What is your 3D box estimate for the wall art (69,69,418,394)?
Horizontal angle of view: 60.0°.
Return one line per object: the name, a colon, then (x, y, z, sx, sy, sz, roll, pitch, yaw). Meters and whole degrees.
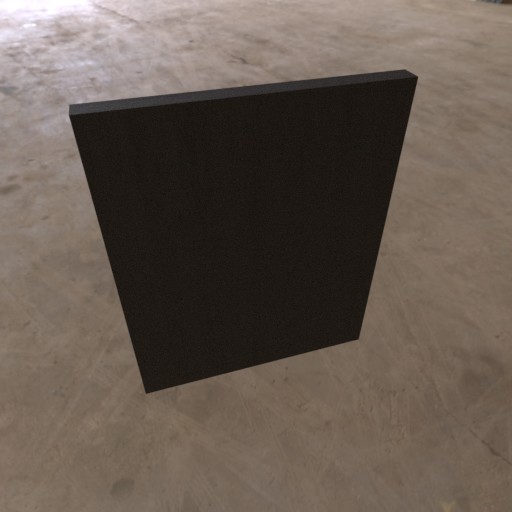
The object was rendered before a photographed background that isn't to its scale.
wall art: (0.000, 0.000, 0.743, 0.455, 0.552, 0.034, -11, 41, -13)
